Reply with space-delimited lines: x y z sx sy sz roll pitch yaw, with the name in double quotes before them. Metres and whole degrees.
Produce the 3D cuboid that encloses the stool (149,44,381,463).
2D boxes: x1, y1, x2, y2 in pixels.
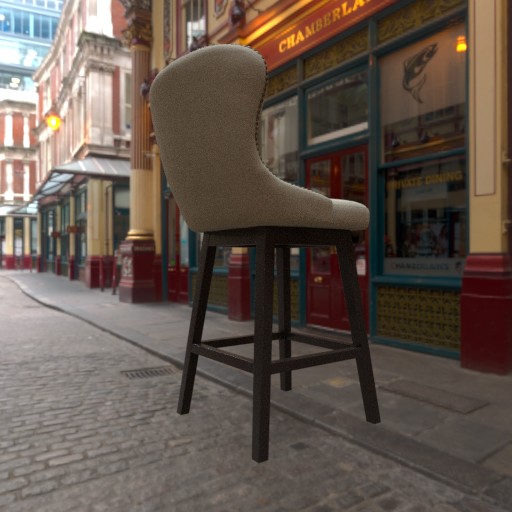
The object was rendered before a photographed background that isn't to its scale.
"stool" 0.000 0.000 1.296 0.593 0.971 0.528 0 -1 -36
